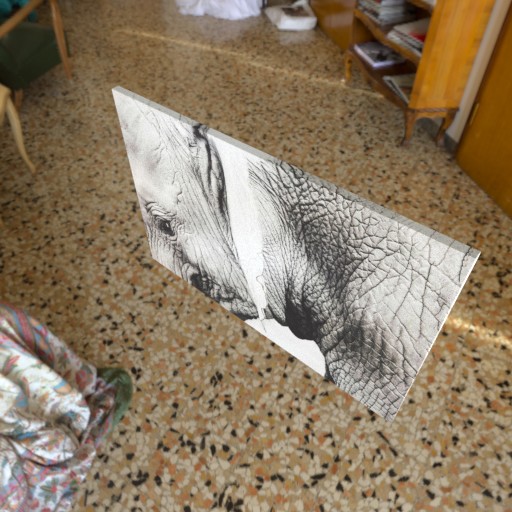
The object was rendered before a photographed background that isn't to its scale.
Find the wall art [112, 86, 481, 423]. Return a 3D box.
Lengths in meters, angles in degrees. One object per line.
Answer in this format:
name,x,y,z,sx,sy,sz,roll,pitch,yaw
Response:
wall art,0.000,0.000,1.121,0.914,0.607,0.023,31,53,26
